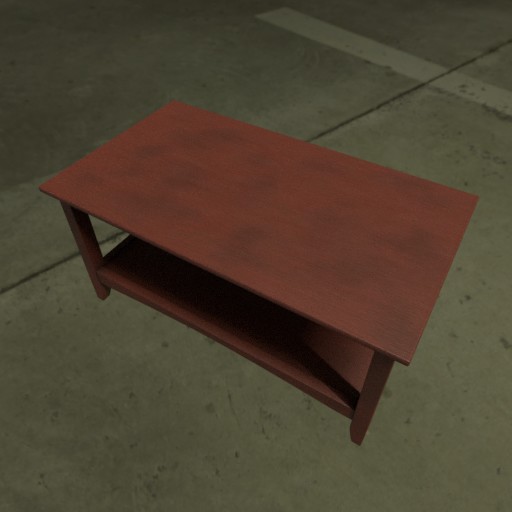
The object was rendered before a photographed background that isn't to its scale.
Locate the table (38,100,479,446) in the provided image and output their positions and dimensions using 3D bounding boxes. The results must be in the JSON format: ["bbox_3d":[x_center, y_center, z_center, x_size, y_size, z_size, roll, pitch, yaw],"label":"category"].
[{"bbox_3d":[0.000,0.000,1.247,0.943,0.456,0.533,24,51,21],"label":"table"}]
